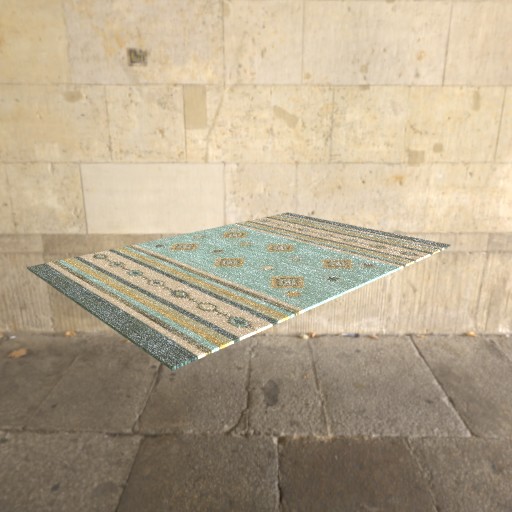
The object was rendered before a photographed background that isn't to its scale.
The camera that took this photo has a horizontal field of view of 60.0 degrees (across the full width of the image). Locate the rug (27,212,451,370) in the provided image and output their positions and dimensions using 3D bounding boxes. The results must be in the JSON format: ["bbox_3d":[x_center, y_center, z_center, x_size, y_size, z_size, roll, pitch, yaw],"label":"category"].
[{"bbox_3d":[0.000,0.000,2.256,1.811,0.010,1.212,-16,23,-41],"label":"rug"}]
